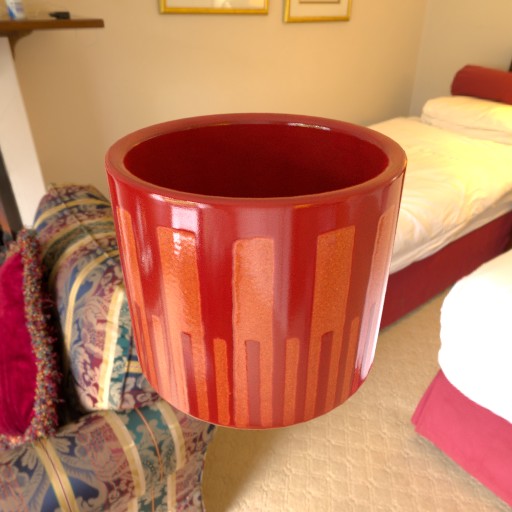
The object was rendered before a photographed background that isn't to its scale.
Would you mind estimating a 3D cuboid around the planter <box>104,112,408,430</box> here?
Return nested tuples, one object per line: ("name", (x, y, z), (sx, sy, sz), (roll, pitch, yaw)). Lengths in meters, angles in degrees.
("planter", (0.000, 0.000, 0.397), (0.230, 0.202, 0.230), (0, 30, 0))
